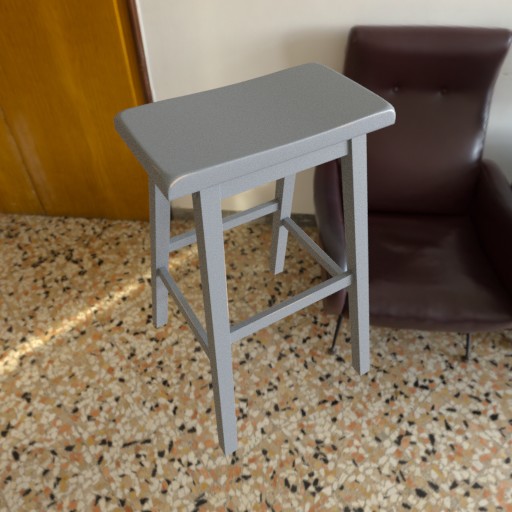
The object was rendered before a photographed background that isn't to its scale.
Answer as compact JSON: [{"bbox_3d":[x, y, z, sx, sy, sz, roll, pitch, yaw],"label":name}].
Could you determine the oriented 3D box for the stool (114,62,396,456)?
[{"bbox_3d":[0.000,0.000,1.042,0.457,0.737,0.476,-23,49,-21],"label":"stool"}]
